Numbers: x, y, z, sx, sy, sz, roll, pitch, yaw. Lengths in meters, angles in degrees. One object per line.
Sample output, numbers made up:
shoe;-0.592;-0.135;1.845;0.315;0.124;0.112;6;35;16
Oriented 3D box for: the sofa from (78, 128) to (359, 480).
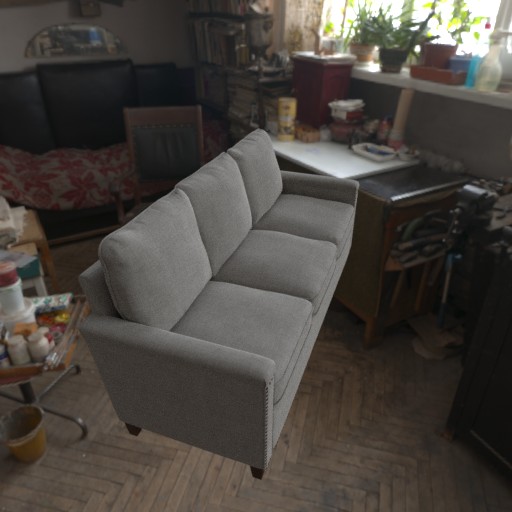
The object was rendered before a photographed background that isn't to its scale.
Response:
sofa;0.000;0.000;2.429;0.828;0.959;1.925;11;32;17
